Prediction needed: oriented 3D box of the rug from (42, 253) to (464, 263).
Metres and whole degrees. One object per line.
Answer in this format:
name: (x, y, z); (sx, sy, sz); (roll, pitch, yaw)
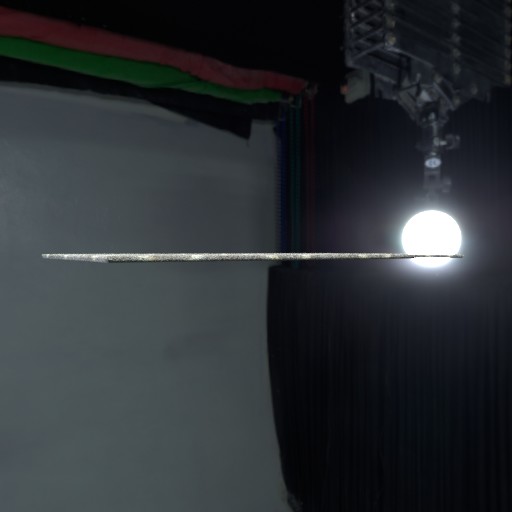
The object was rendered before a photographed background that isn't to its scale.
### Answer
rug: (0.000, 0.000, 2.910); (2.348, 0.025, 1.501); (0, 1, -34)
